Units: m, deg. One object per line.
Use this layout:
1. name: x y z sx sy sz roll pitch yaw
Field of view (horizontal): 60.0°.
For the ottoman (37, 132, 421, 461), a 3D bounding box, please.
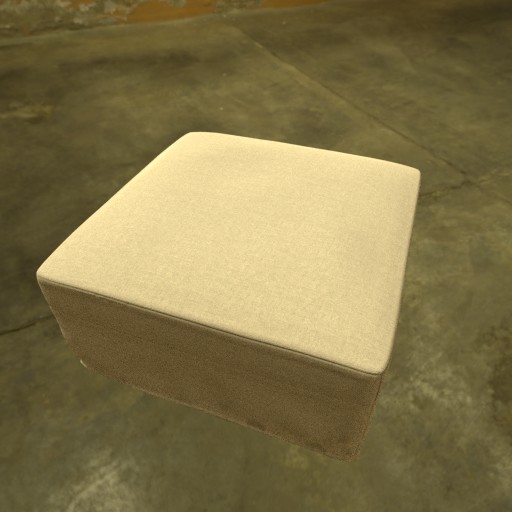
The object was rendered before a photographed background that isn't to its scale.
1. ottoman: 0.000 0.000 1.326 0.840 0.436 0.843 13 42 15
